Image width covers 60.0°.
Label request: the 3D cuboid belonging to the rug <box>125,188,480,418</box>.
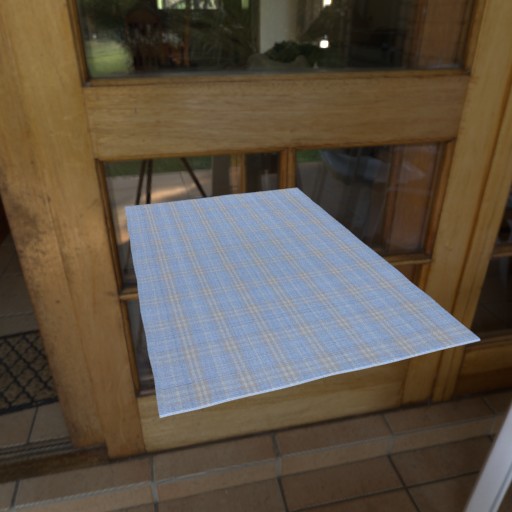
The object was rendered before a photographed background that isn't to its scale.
[{"bbox_3d":[0.000,0.000,2.304,1.231,0.012,1.835,-9,29,-16],"label":"rug"}]
